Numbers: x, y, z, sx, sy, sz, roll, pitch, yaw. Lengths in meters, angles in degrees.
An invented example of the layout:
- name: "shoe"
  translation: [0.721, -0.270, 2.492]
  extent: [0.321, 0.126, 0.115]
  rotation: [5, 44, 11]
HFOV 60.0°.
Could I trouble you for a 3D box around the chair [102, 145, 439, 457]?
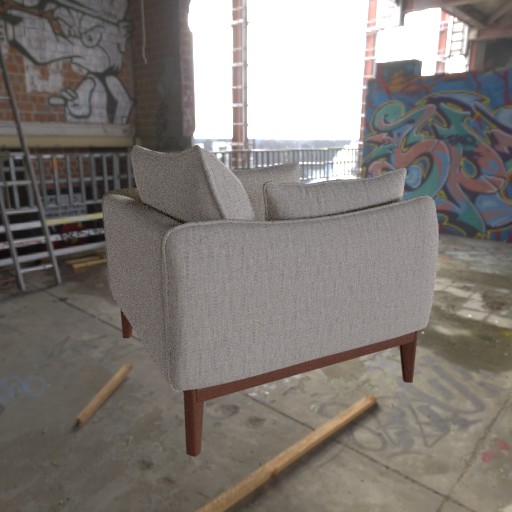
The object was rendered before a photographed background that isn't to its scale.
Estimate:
- name: "chair"
  translation: [0.000, 0.000, 1.732]
  extent: [0.991, 0.855, 0.994]
  rotation: [-8, 17, -27]
